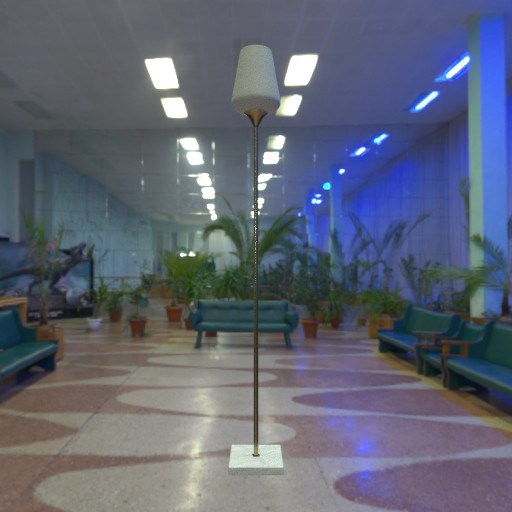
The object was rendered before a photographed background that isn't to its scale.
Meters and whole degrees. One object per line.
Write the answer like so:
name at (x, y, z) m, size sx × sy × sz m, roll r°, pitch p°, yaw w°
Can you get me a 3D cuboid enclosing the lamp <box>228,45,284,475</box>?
lamp at (0.000, 0.000, 1.959) m, size 0.229 × 1.813 × 0.232 m, roll 0°, pitch -1°, yaw 0°
